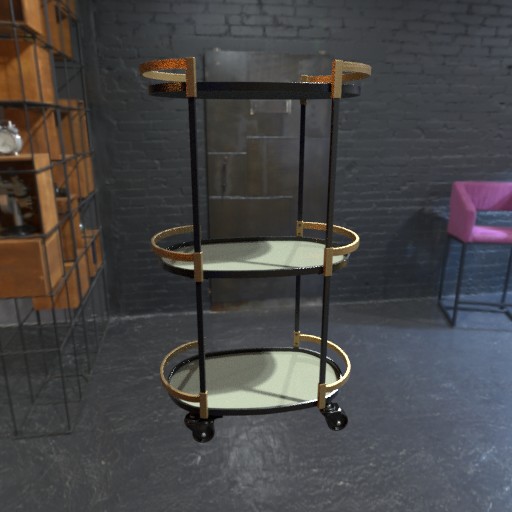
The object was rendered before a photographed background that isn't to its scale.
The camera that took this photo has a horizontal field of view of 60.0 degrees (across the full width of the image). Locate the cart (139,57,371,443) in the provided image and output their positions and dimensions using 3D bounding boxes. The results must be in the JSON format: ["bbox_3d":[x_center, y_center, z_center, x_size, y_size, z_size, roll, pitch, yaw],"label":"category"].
[{"bbox_3d":[0.000,0.000,1.126,0.515,0.885,0.311,-2,17,-7],"label":"cart"}]
